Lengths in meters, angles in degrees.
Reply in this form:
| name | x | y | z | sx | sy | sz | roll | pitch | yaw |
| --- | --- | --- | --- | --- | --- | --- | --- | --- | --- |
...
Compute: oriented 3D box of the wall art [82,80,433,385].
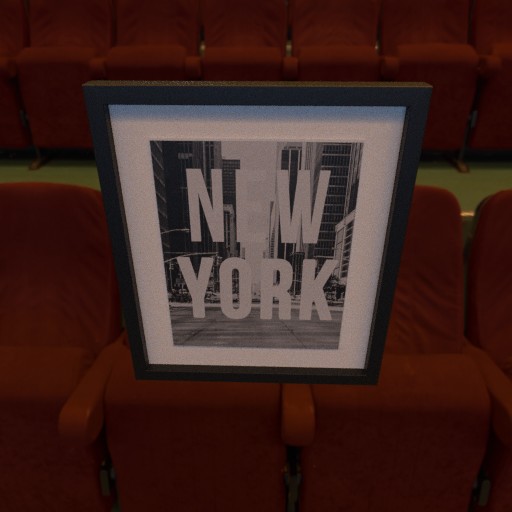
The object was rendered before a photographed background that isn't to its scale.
| name | x | y | z | sx | sy | sz | roll | pitch | yaw |
| --- | --- | --- | --- | --- | --- | --- | --- | --- | --- |
| wall art | 0.000 | 0.000 | 0.519 | 0.328 | 0.381 | 0.028 | 1 | 30 | 2 |
